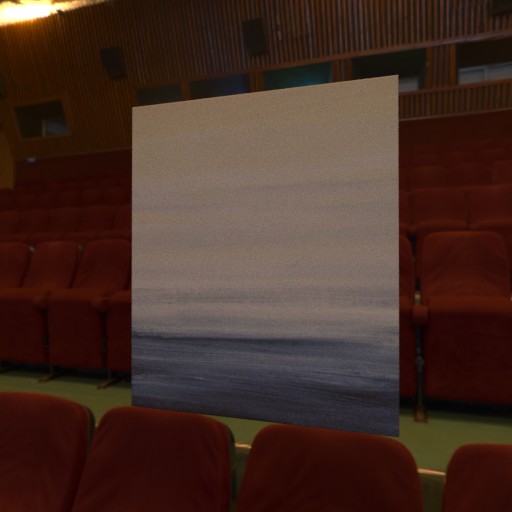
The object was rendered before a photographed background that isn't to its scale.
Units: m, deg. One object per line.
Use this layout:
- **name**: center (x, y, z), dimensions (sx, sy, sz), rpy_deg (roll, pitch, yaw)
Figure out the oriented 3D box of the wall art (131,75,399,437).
- **wall art**: center (0.000, 0.000, 0.709), dimensions (0.435, 0.511, 0.037), rpy_deg (0, -1, 18)
